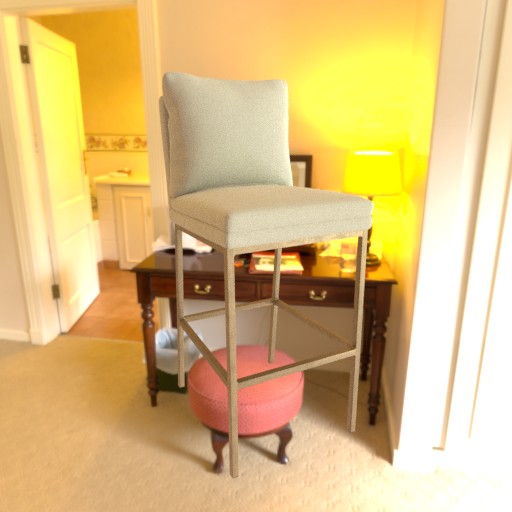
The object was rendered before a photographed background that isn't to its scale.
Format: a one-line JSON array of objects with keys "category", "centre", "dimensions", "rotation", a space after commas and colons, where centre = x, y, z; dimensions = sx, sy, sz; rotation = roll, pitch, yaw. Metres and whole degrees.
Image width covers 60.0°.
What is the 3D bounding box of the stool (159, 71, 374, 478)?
[{"category": "stool", "centre": [0.000, 0.000, 1.435], "dimensions": [0.463, 1.125, 0.572], "rotation": [-8, 18, -27]}]
